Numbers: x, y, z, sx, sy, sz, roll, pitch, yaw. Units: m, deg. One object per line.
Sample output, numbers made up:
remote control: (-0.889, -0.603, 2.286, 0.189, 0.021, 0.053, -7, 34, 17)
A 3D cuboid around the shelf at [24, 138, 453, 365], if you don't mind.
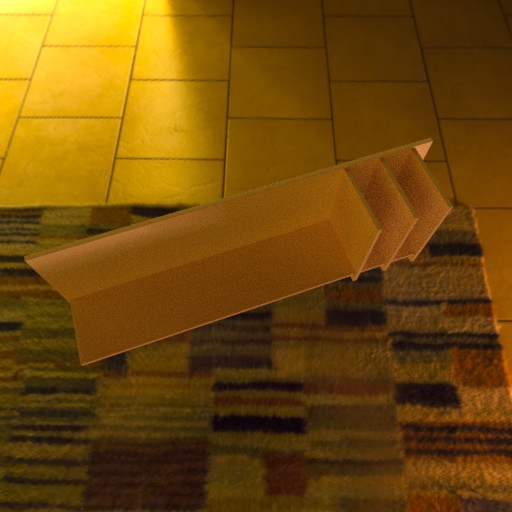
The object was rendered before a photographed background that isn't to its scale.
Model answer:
shelf: (0.000, 0.000, 1.151, 1.020, 0.300, 0.200, -18, 65, -9)
